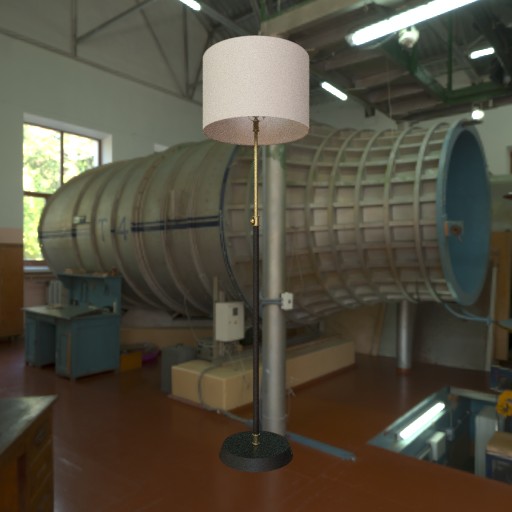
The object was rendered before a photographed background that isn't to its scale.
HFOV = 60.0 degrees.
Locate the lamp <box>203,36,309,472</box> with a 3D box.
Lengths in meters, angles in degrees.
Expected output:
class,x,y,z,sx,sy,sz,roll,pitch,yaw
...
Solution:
class,x,y,z,sx,sy,sz,roll,pitch,yaw
lamp,0.000,0.000,1.696,0.404,1.517,0.404,0,0,-16
